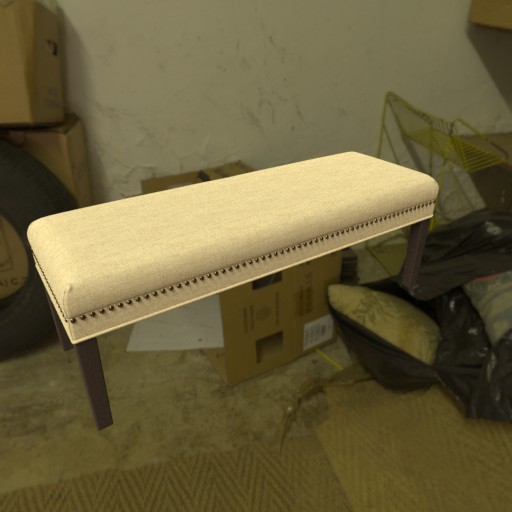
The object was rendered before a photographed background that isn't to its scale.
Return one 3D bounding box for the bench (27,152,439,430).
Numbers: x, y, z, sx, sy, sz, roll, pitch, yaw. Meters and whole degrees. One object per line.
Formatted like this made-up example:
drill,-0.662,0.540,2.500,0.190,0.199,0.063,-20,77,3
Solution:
bench,0.000,0.000,1.423,1.219,0.457,0.410,-18,34,-29
